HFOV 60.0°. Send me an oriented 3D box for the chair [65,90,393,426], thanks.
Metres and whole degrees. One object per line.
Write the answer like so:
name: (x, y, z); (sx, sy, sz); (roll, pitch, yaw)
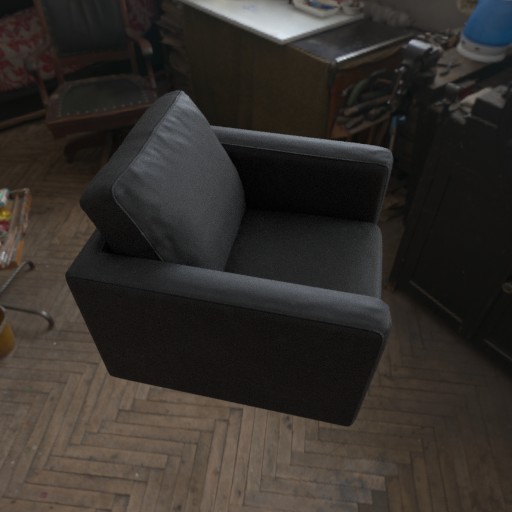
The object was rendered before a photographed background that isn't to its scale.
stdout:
chair: (0.000, 0.000, 1.534); (0.879, 0.898, 0.831); (9, 47, 8)
